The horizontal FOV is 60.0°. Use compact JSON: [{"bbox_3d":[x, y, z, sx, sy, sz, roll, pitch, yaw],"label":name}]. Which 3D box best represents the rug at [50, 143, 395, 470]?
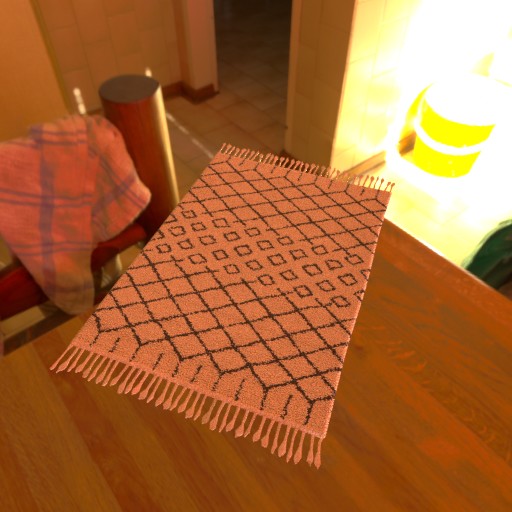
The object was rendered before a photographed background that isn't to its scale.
[{"bbox_3d":[0.000,0.000,3.275,1.664,0.029,2.615,16,49,14],"label":"rug"}]
